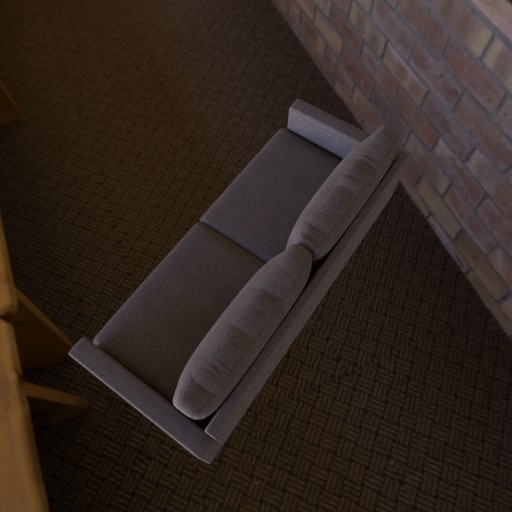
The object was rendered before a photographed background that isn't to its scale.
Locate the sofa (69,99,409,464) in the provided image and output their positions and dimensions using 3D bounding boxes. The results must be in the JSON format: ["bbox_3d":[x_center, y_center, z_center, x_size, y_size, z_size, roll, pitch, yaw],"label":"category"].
[{"bbox_3d":[0.000,0.000,2.626,0.880,0.880,2.100,32,67,15],"label":"sofa"}]
